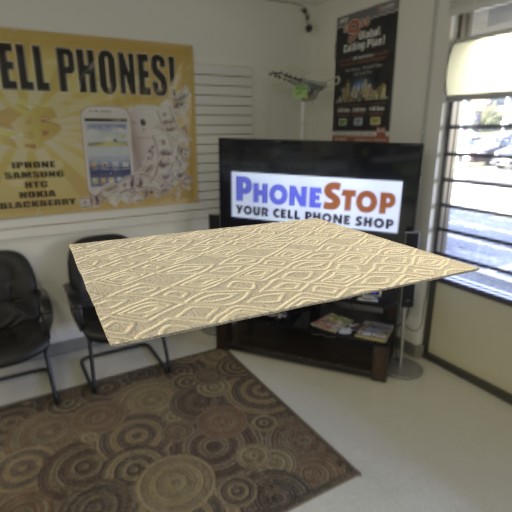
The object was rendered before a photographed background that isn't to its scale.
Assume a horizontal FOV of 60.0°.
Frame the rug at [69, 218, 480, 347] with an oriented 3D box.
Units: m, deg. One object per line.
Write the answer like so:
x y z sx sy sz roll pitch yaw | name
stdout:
0.000 0.000 4.143 3.049 0.025 2.449 -8 18 -26 | rug
